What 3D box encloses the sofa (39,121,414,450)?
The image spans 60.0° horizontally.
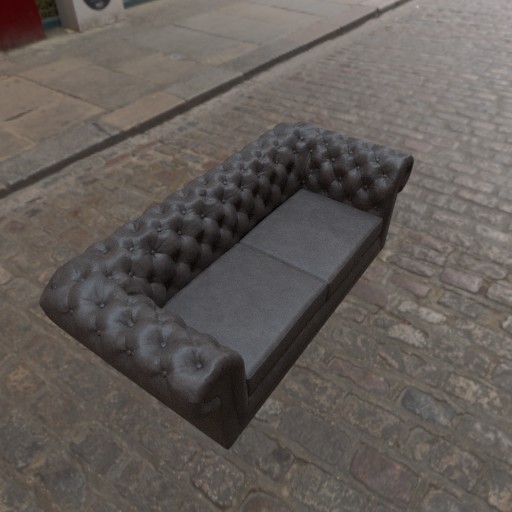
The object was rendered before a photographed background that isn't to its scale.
[{"bbox_3d":[0.000,0.000,2.463,0.944,0.779,2.048,25,47,26],"label":"sofa"}]
